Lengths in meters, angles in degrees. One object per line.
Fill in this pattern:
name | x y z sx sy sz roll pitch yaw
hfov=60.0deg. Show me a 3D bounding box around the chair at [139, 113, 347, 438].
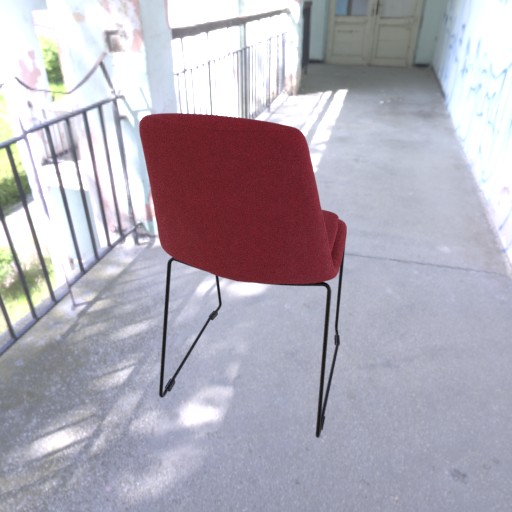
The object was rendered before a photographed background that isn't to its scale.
chair | 0.000 0.000 1.179 0.479 0.858 0.518 9 33 14
